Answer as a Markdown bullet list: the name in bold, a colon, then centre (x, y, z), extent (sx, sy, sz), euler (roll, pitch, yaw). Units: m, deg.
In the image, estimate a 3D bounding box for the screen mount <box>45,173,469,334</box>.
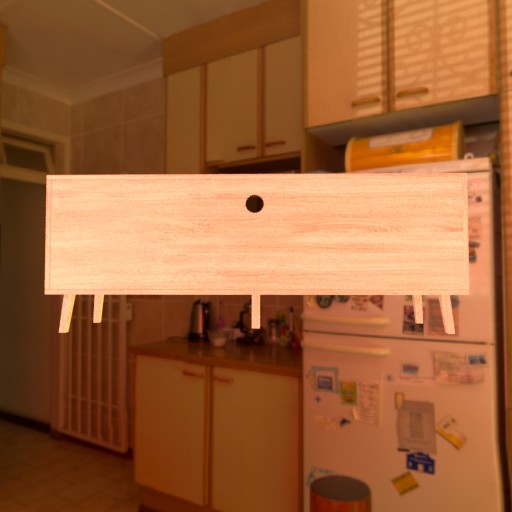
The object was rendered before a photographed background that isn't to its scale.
- **screen mount**: centre (0.000, 0.000, 1.780), extent (1.500, 0.570, 0.420), euler (0, -2, 1)
